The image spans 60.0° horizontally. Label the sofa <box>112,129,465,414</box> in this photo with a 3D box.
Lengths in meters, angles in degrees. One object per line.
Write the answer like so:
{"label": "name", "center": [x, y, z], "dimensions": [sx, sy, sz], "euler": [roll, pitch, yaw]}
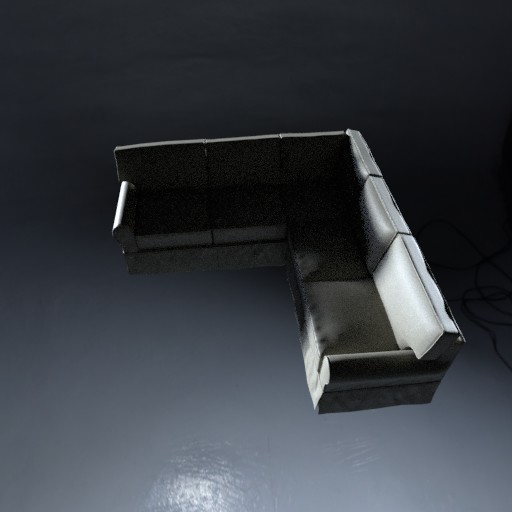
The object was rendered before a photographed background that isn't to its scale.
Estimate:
{"label": "sofa", "center": [0.000, 0.000, 4.007], "dimensions": [2.618, 1.081, 2.623], "euler": [-4, 46, -4]}
